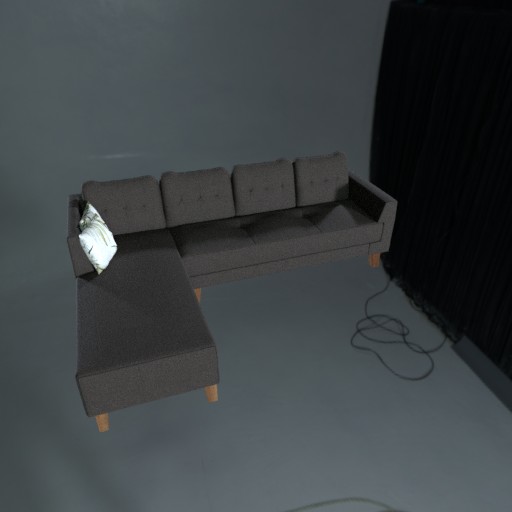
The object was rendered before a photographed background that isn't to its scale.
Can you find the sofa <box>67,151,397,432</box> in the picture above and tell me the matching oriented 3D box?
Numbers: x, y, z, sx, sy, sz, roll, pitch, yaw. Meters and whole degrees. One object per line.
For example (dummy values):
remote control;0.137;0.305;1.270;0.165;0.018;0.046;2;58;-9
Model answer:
sofa;0.000;0.000;3.466;2.679;0.932;1.829;-10;33;-16
